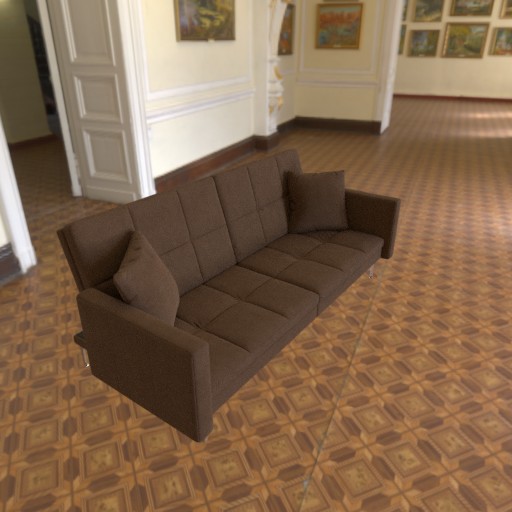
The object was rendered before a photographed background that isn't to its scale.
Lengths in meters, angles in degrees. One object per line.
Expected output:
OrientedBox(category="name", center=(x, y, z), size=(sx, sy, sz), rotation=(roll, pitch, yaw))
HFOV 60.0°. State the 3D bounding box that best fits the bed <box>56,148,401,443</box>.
OrientedBox(category="bed", center=(0.000, 0.000, 2.384), size=(0.889, 0.787, 1.905), rotation=(18, 31, 32))
